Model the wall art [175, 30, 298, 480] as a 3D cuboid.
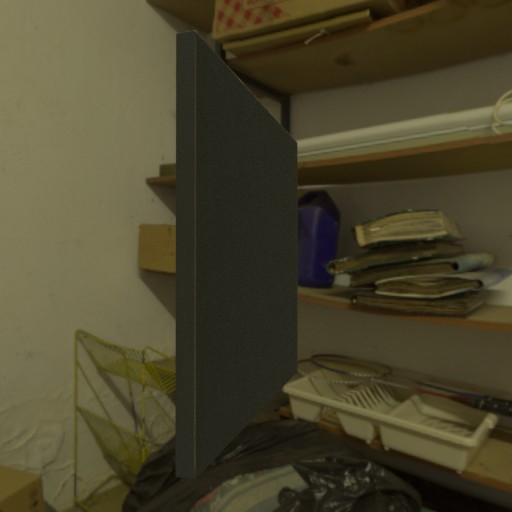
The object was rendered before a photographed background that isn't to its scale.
[{"bbox_3d":[0.000,0.000,0.445,0.015,0.303,0.304,0,-1,18],"label":"wall art"}]
